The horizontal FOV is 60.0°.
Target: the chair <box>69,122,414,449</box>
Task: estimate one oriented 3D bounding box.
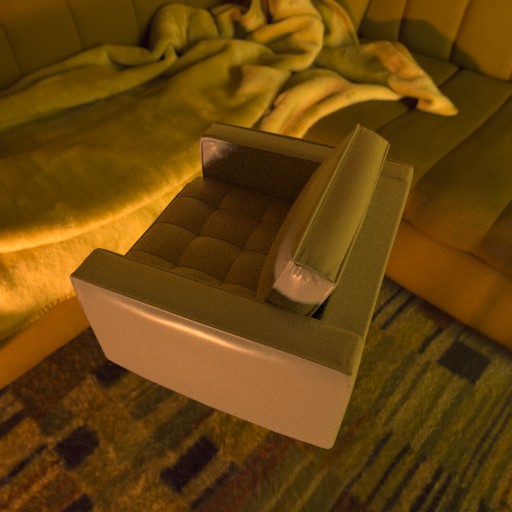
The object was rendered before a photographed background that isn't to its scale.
[{"bbox_3d":[0.000,0.000,1.506,0.843,0.773,0.928,17,48,15],"label":"chair"}]
